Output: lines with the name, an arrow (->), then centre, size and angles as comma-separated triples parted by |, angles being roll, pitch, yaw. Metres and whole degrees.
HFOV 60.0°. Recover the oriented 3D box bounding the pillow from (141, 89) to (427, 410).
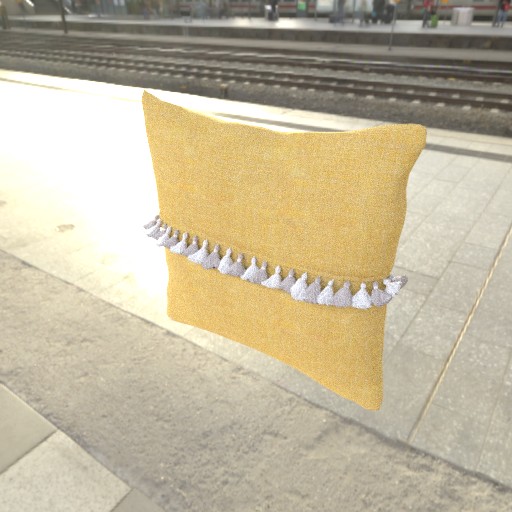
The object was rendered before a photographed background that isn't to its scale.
pillow -> 0.000, 0.000, 0.738 | 0.485, 0.481, 0.167 | 18, 34, 28
